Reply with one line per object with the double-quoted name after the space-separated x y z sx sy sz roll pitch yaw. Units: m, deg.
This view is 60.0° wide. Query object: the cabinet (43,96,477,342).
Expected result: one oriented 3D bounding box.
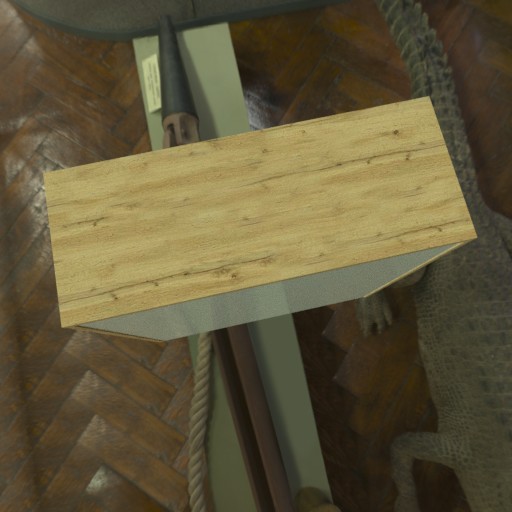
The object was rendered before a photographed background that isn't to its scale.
0.000 0.000 1.946 1.168 1.397 0.473 -12 77 -3 "cabinet"
